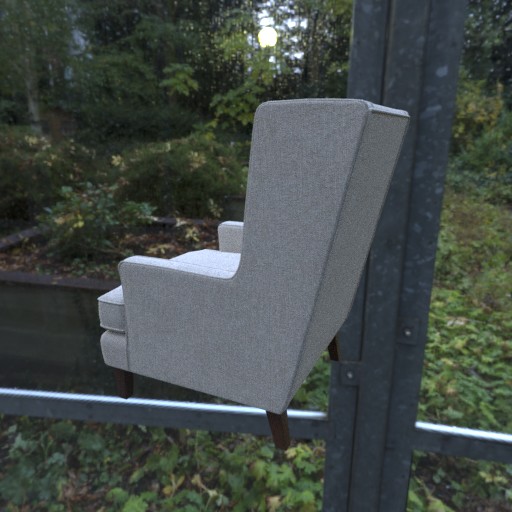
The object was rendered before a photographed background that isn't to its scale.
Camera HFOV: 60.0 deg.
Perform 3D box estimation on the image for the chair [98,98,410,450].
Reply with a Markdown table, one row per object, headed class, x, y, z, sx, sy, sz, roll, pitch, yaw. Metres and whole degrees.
| class | x | y | z | sx | sy | sz | roll | pitch | yaw |
| --- | --- | --- | --- | --- | --- | --- | --- | --- | --- |
| chair | 0.000 | 0.000 | 1.699 | 0.948 | 1.082 | 0.764 | 7 | 18 | 24 |
